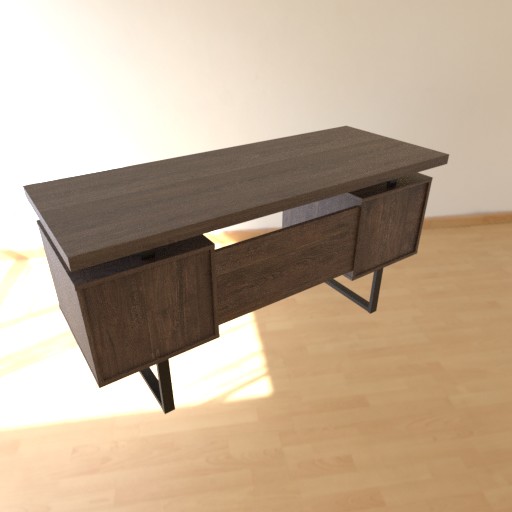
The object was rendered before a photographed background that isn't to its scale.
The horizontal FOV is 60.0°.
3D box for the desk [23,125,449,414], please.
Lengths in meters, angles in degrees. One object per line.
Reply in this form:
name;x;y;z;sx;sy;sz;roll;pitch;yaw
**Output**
desk;0.000;0.000;1.861;1.524;0.760;0.600;-19;35;-29
